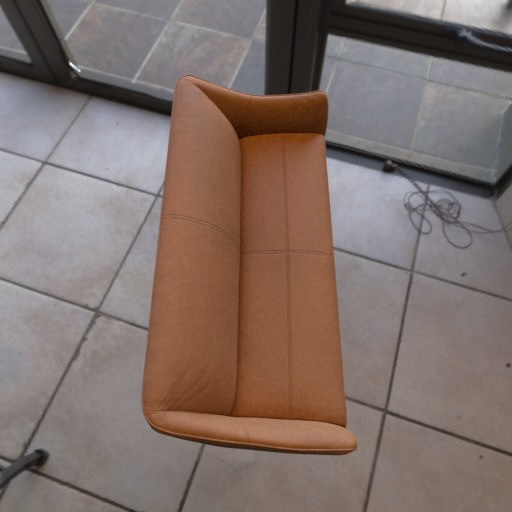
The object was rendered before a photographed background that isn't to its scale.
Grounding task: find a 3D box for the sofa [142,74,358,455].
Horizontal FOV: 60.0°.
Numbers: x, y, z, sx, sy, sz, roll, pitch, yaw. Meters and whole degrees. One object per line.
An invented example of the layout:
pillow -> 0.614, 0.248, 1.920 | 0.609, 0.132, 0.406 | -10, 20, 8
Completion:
sofa -> 0.000, 0.000, 2.349 | 0.869, 0.830, 1.928 | 0, 65, 0
